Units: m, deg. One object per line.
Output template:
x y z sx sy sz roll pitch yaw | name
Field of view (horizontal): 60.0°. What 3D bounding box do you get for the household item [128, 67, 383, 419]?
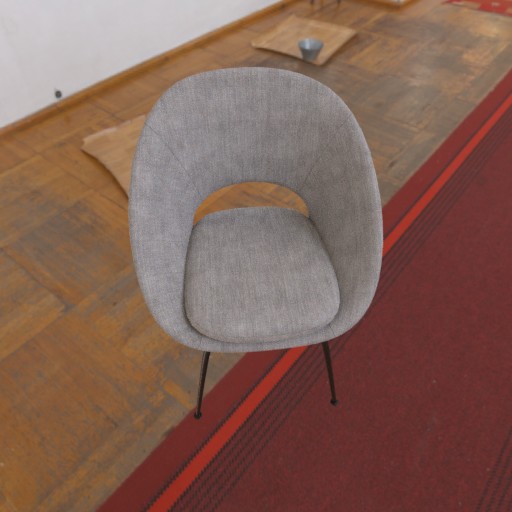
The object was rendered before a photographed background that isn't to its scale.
0.000 0.000 1.287 0.643 0.869 0.587 -4 46 -4 | household item
